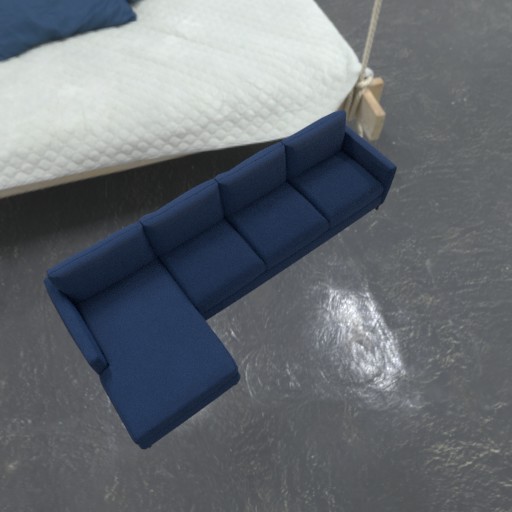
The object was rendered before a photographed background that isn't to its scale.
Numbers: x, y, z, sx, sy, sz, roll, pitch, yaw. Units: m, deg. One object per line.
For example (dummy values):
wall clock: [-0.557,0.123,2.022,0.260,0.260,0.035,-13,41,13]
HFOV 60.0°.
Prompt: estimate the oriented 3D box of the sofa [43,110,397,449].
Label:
sofa: [0.000,0.000,2.961,2.450,0.679,1.128,-33,63,-19]
